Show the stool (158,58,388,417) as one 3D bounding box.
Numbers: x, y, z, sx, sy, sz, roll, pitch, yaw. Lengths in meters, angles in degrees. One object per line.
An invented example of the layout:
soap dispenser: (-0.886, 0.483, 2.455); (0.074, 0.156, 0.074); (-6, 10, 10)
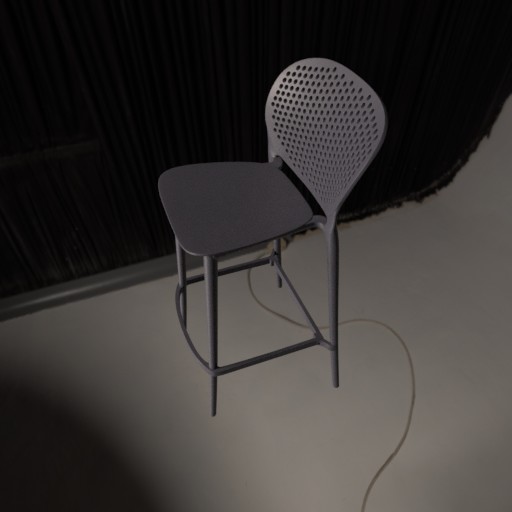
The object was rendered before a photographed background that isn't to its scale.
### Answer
stool: (0.000, 0.000, 1.368); (0.535, 1.045, 0.536); (-16, 48, -15)
